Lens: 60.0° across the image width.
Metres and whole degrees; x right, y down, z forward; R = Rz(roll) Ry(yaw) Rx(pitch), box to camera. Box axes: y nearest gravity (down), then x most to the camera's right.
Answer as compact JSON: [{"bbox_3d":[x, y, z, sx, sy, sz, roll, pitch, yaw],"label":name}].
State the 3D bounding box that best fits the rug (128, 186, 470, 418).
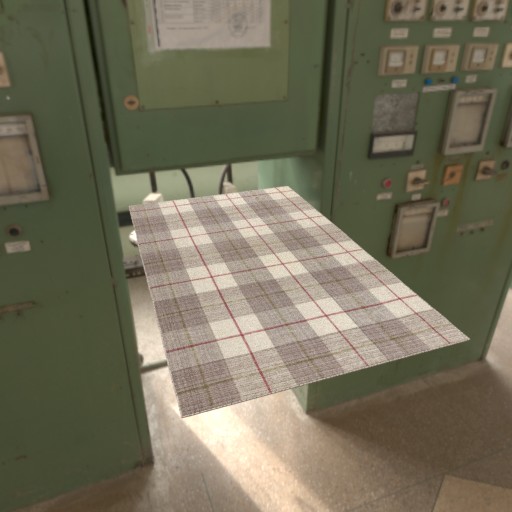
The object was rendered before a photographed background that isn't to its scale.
[{"bbox_3d":[0.000,0.000,3.121,1.549,0.010,2.464,-10,30,-17],"label":"rug"}]
